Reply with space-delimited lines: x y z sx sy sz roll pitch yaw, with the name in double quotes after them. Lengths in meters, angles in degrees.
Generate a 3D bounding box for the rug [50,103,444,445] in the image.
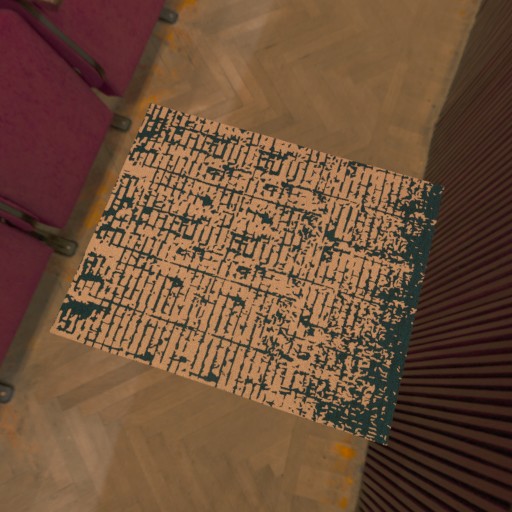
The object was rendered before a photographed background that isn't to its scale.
0.000 0.000 4.056 3.017 0.014 2.416 17 75 5 "rug"
